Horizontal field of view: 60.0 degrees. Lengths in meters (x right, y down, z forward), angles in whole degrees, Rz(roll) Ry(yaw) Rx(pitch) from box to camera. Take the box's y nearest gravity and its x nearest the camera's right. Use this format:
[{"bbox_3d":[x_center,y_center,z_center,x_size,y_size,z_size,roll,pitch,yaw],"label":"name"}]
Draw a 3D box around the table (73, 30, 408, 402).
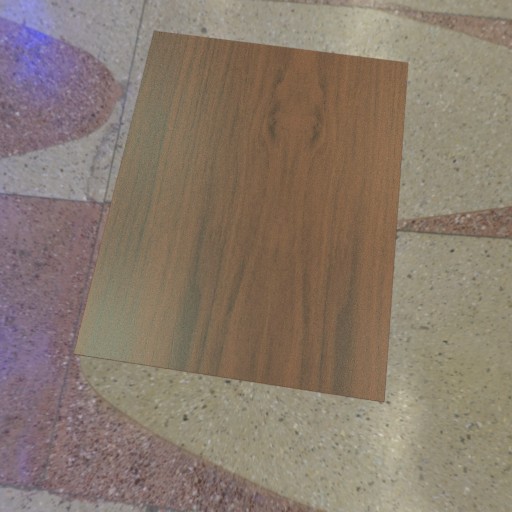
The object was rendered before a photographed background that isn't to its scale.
[{"bbox_3d":[0.000,0.000,0.903,0.381,0.636,0.480,8,75,2],"label":"table"}]
